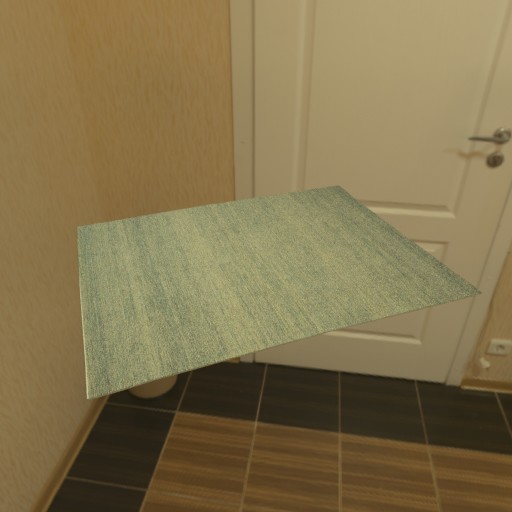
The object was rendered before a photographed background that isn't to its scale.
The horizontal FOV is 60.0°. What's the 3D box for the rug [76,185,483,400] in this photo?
[{"bbox_3d":[0.000,0.000,4.284,3.237,0.046,2.461,-11,34,-17],"label":"rug"}]
